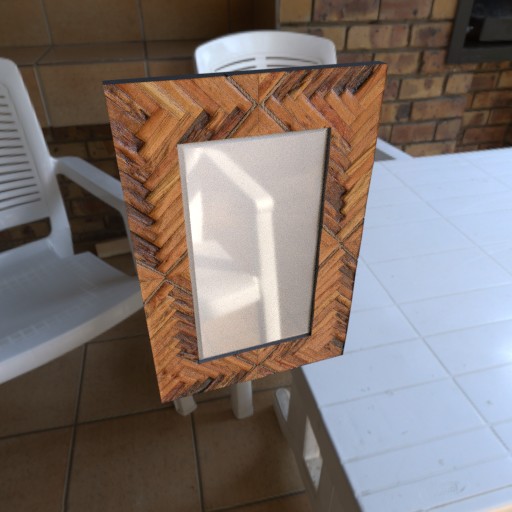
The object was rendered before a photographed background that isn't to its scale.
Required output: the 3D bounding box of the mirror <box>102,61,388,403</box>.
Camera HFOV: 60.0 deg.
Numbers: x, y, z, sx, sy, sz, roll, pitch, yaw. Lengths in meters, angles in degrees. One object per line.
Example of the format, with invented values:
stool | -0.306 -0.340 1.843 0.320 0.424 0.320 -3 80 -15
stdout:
mirror | 0.000 0.000 1.165 0.606 0.912 0.044 -11 35 -15
